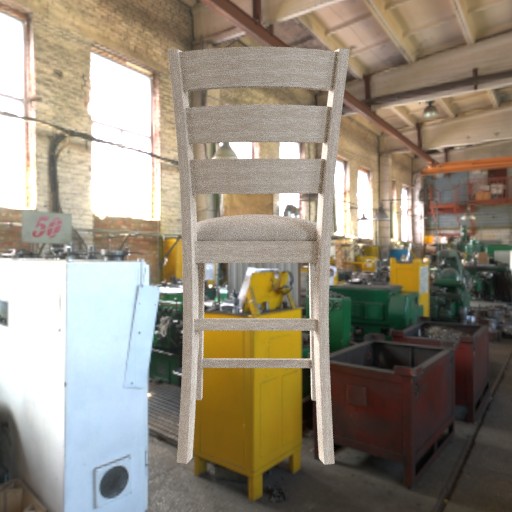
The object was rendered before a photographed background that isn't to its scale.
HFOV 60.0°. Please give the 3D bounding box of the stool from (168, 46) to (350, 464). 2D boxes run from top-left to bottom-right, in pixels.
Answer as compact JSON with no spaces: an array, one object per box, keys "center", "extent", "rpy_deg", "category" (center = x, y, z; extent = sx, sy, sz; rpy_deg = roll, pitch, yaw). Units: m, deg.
[{"center":[0.000,0.000,1.336],"extent":[0.484,1.032,0.569],"rpy_deg":[0,0,1],"category":"stool"}]
